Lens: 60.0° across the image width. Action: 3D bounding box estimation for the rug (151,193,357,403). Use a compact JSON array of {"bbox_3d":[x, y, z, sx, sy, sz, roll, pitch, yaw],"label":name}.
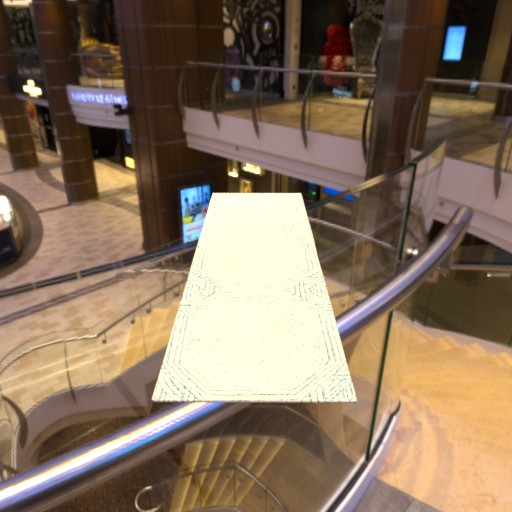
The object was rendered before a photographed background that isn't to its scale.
[{"bbox_3d":[0.000,0.000,2.747,0.775,0.012,2.452,0,26,0],"label":"rug"}]
